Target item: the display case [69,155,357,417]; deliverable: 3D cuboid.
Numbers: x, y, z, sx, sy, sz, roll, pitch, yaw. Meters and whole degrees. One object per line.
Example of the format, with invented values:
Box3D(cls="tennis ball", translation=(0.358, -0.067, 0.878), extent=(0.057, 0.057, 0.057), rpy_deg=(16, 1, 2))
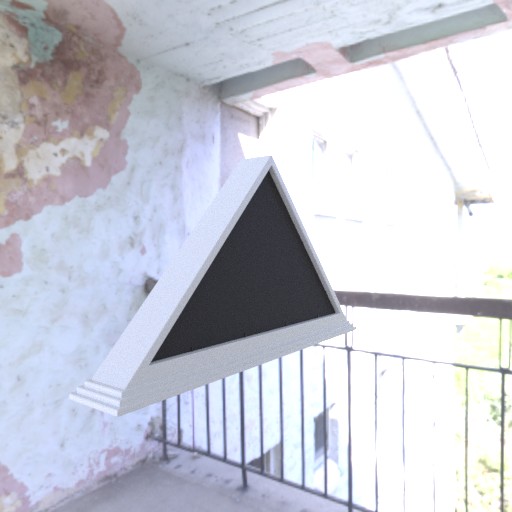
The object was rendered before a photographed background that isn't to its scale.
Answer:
Box3D(cls="display case", translation=(0.000, 0.000, 0.766), extent=(0.095, 0.340, 0.640), rpy_deg=(1, 1, 36))
